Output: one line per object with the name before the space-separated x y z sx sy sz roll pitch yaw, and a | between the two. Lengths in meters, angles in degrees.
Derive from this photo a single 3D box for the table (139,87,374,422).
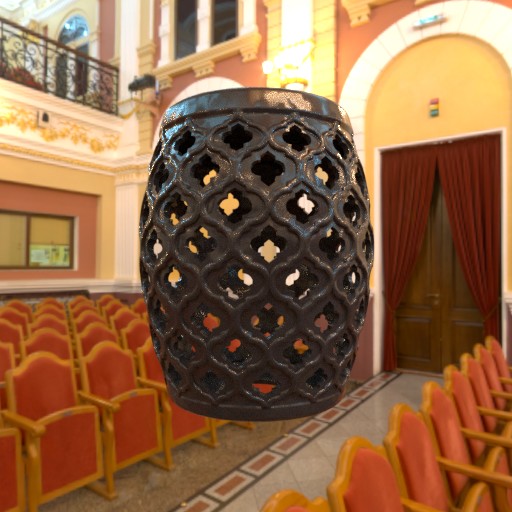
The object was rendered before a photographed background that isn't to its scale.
table | 0.000 0.000 0.632 0.325 0.388 0.325 0 -1 0
